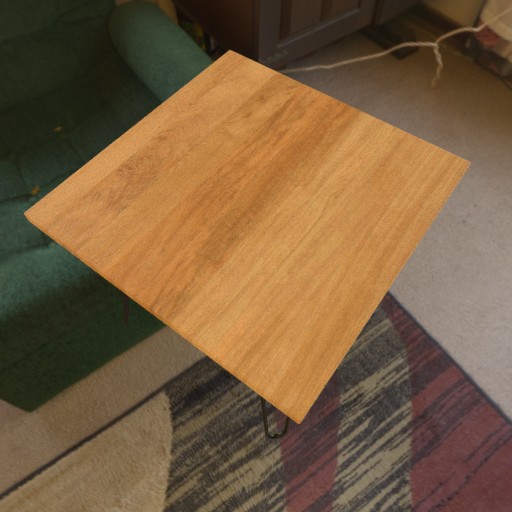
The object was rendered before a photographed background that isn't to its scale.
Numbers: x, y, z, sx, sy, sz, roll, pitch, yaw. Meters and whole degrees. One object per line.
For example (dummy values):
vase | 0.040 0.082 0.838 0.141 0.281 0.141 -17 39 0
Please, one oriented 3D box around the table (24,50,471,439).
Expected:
table | 0.000 0.000 1.042 0.599 0.500 0.599 32 64 18
